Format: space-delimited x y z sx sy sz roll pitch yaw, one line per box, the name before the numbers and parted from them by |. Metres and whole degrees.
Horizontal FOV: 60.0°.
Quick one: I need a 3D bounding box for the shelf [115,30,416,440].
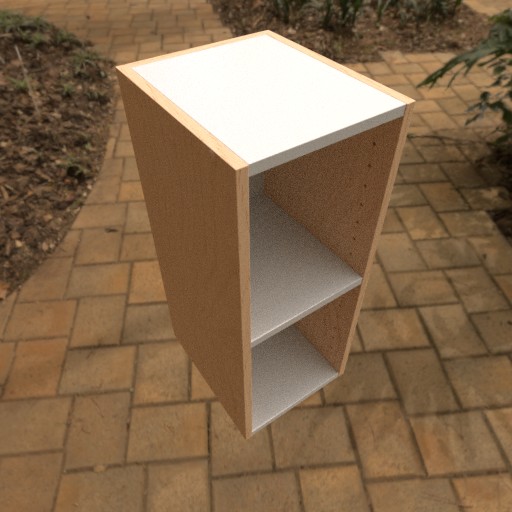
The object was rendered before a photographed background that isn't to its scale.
shelf | 0.000 0.000 0.756 0.250 0.600 0.290 -26 50 -24
